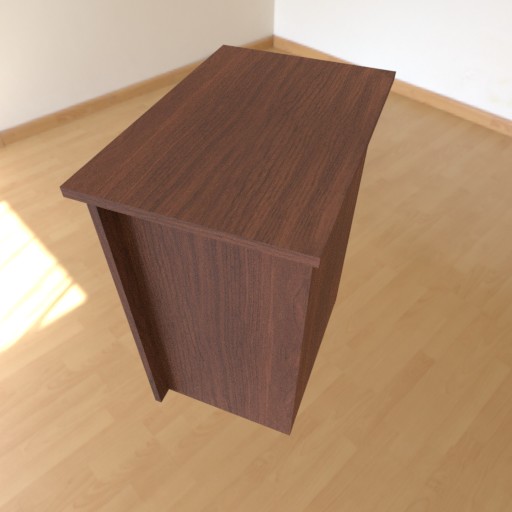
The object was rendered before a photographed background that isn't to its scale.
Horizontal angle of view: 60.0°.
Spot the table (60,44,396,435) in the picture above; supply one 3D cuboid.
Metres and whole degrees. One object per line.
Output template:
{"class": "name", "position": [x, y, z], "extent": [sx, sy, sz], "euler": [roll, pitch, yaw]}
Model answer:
{"class": "table", "position": [0.000, 0.000, 1.055], "extent": [0.406, 0.711, 0.589], "euler": [16, 48, 15]}
